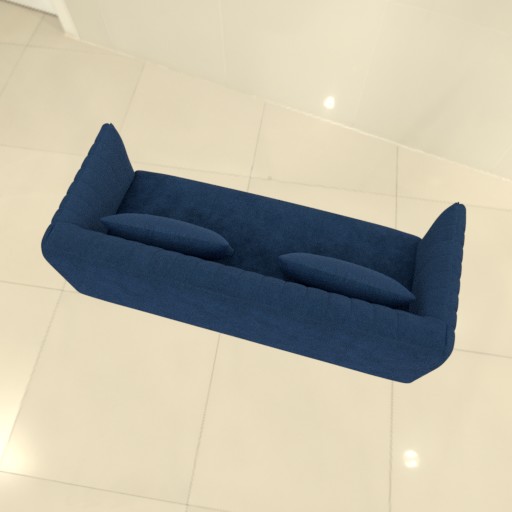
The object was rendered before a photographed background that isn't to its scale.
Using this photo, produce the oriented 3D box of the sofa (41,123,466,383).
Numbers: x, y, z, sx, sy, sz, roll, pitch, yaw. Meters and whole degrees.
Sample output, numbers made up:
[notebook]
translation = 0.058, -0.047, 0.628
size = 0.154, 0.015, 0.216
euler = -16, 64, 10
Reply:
[sofa]
translation = 0.000, 0.000, 2.600
size = 2.136, 0.793, 0.896
euler = 14, 66, 7
